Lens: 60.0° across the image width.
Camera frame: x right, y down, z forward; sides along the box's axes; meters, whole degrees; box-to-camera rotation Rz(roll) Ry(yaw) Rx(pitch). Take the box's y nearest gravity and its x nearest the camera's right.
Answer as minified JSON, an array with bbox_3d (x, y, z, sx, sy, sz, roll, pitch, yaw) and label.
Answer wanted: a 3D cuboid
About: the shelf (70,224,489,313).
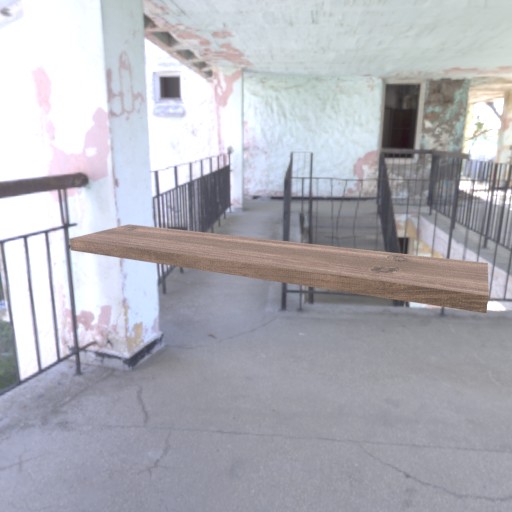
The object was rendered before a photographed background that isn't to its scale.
[{"bbox_3d":[0.000,0.000,0.654,0.610,0.020,0.140,7,16,25],"label":"shelf"}]
